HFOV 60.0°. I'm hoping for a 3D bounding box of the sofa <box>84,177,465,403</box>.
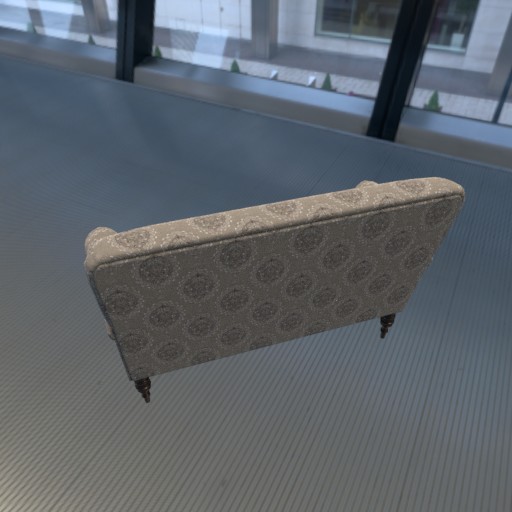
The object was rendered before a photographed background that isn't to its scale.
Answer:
[{"bbox_3d":[0.000,0.000,1.822,1.297,0.889,0.779,-12,41,-14],"label":"sofa"}]
